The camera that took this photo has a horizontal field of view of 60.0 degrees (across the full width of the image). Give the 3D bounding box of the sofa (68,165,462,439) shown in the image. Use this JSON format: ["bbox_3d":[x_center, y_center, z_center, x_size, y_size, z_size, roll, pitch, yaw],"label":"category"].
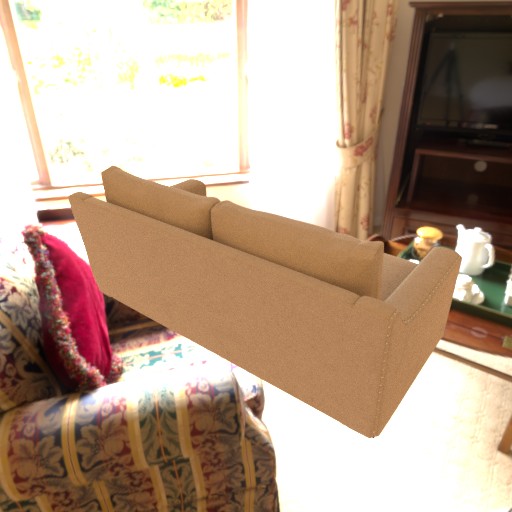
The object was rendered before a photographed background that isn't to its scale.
[{"bbox_3d":[0.000,0.000,2.530,1.967,0.901,1.030,20,34,32],"label":"sofa"}]
